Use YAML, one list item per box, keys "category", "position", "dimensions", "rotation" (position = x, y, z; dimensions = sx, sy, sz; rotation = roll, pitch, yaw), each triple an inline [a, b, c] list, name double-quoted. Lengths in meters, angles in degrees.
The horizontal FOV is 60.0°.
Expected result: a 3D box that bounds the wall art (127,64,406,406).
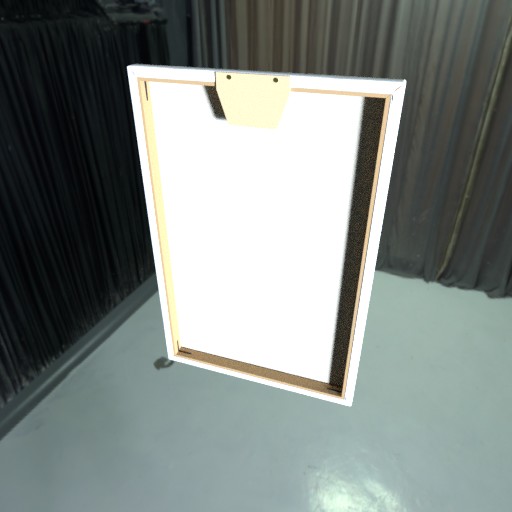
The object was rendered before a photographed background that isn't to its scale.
- category: "wall art"
  position: [0.000, 0.000, 1.161]
  dimensions: [0.602, 0.902, 0.048]
  rotation: [10, 33, 16]
